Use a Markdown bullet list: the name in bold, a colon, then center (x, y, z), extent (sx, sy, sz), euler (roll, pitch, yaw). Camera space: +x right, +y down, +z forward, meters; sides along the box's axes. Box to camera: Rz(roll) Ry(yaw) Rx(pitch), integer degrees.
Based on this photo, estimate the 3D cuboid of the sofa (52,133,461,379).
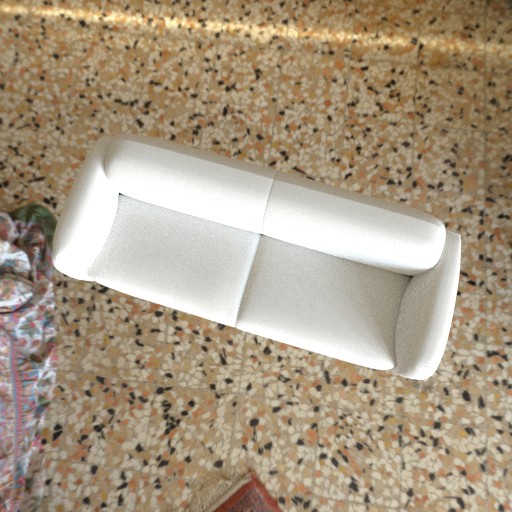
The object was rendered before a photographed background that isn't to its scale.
- **sofa**: center (0.000, 0.000, 2.663), extent (2.257, 0.780, 0.880), euler (16, 76, 4)
